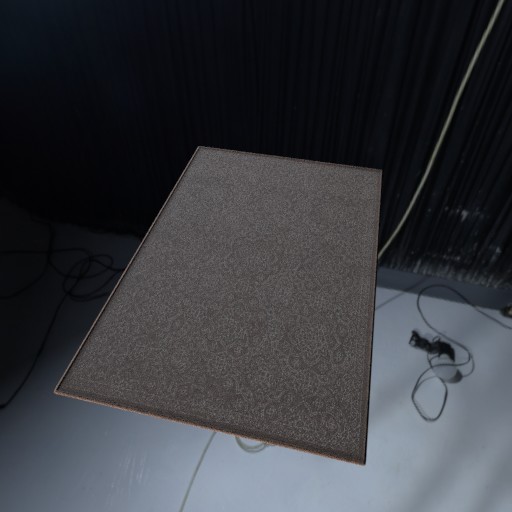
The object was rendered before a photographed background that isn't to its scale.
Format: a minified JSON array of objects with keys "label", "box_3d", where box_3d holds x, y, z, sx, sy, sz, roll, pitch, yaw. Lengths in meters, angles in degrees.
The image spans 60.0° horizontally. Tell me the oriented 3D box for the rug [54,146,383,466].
[{"label":"rug","box_3d":[0.000,0.000,2.840,1.524,0.011,2.286,10,47,9]}]
